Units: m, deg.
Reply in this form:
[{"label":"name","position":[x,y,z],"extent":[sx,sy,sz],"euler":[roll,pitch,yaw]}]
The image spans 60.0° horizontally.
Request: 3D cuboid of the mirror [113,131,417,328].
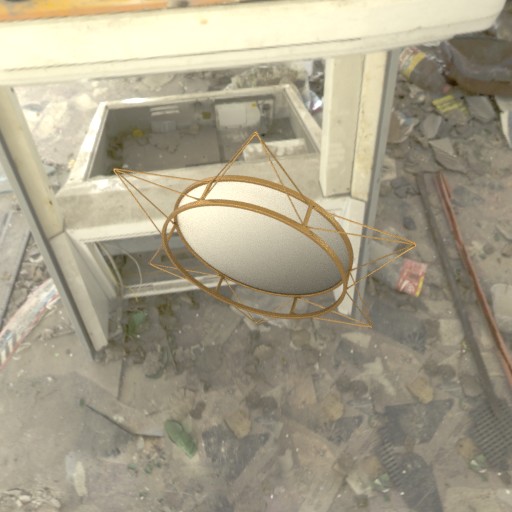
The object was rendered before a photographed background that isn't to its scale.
[{"label":"mirror","position":[0.000,0.000,0.816],"extent":[0.498,0.581,0.062],"euler":[15,58,10]}]
